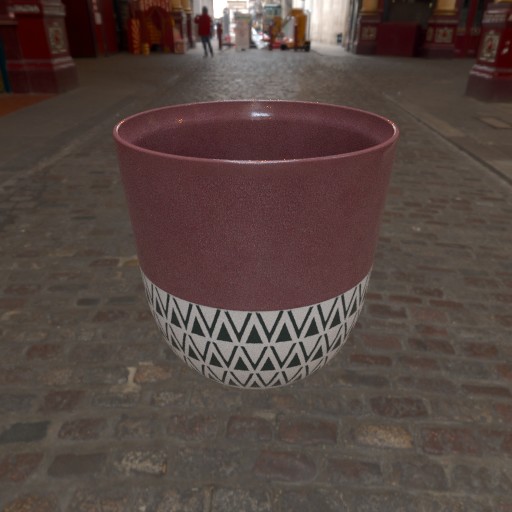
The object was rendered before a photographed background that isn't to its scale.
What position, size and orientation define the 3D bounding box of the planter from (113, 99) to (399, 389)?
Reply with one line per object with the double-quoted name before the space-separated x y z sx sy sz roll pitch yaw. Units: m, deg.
"planter" 0.000 0.000 0.363 0.195 0.214 0.195 0 28 0
